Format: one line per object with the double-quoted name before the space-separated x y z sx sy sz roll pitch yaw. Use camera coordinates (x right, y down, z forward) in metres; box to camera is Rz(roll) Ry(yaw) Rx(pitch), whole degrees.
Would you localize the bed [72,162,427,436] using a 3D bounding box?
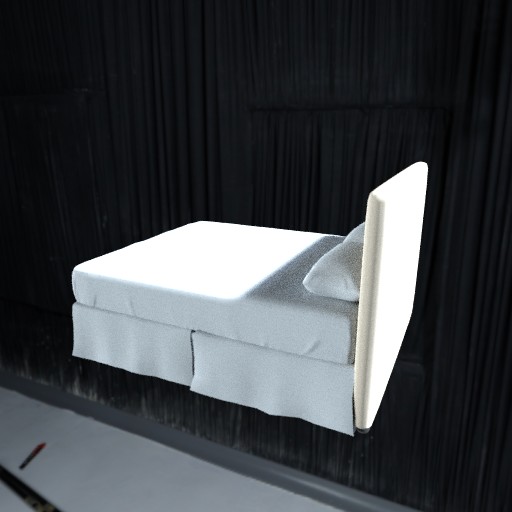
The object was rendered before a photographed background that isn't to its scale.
"bed" 0.000 0.000 3.288 2.142 1.330 1.748 8 19 25
